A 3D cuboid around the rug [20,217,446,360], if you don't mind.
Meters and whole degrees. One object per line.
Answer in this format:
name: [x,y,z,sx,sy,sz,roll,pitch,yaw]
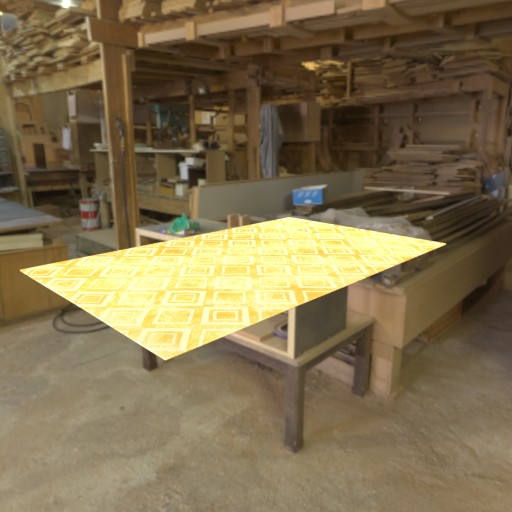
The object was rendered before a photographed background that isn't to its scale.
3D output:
rug: [0.000,0.000,2.911,1.511,0.010,2.424,15,21,43]
